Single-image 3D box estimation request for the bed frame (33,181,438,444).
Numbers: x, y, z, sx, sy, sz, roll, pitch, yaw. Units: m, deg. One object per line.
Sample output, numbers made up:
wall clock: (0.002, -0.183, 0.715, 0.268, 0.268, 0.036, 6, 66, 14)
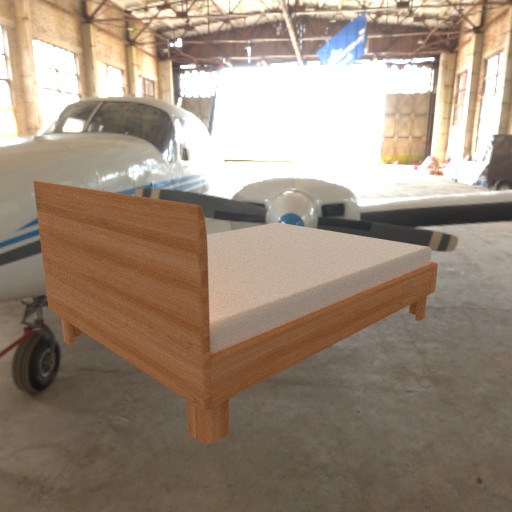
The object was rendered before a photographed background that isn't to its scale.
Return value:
bed frame: (0.000, 0.000, 2.725, 1.992, 0.940, 1.472, -13, 19, -43)
